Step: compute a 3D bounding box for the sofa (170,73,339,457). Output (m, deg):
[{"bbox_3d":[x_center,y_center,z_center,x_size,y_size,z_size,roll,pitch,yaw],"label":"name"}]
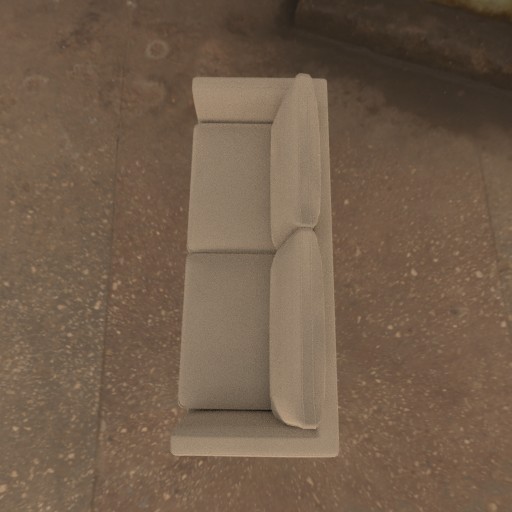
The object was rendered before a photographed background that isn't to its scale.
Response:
[{"bbox_3d":[0.000,0.000,2.732,0.868,1.005,2.214,1,74,0],"label":"sofa"}]
